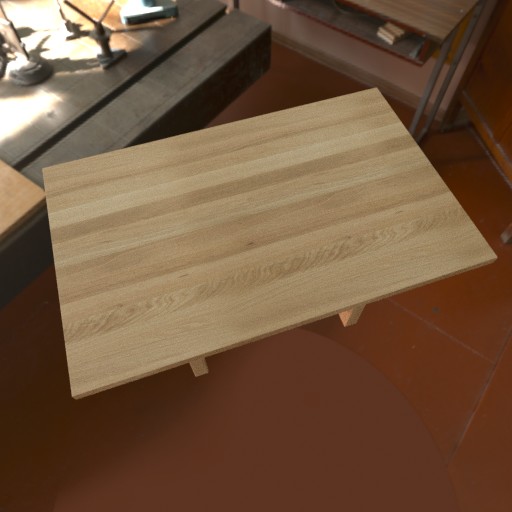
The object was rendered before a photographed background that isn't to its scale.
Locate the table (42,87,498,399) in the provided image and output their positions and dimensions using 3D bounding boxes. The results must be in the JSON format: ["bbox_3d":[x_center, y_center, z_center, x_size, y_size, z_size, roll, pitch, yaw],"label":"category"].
[{"bbox_3d":[0.000,0.000,1.457,1.100,0.510,0.700,-16,61,-9],"label":"table"}]
